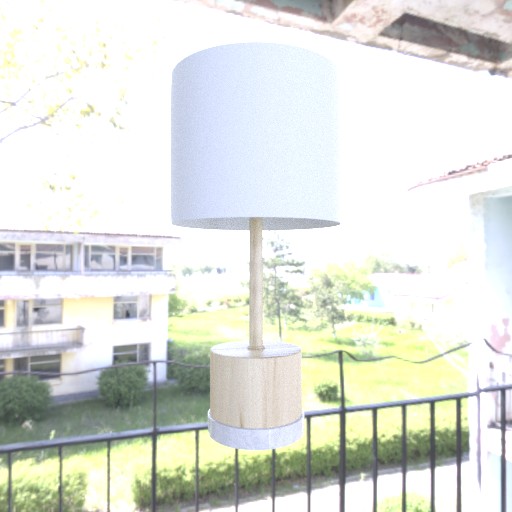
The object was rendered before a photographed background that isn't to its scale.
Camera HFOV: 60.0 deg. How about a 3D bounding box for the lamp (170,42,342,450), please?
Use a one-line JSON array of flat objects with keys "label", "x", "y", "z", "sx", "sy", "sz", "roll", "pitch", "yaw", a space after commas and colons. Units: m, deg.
[{"label": "lamp", "x": 0.000, "y": 0.000, "z": 0.599, "sx": 0.229, "sy": 0.470, "sz": 0.229, "roll": 0, "pitch": -1, "yaw": -19}]
